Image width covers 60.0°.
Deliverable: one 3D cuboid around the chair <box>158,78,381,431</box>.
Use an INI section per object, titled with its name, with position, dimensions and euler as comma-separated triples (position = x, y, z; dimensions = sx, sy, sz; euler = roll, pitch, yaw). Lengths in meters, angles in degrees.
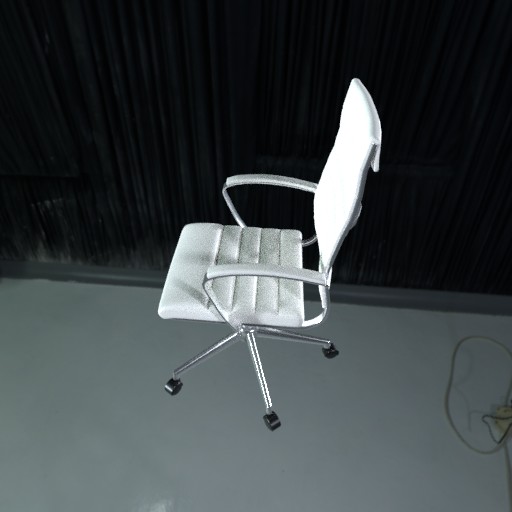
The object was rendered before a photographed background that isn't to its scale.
[chair]
position = 0.000, 0.000, 1.633
dimensions = 0.739, 1.149, 0.766
euler = 2, 41, 3
